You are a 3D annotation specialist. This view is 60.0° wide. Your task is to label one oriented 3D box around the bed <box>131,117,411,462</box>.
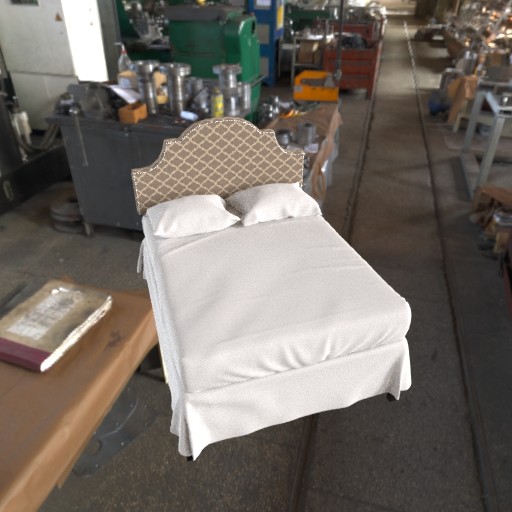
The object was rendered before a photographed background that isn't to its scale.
[{"bbox_3d":[0.000,0.000,3.434,1.780,1.633,2.222,-10,34,-15],"label":"bed"}]
